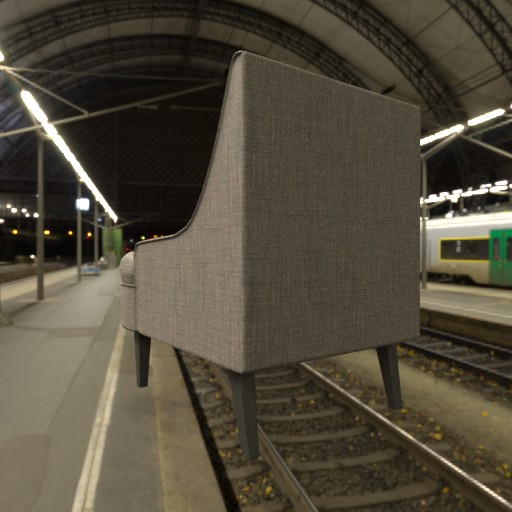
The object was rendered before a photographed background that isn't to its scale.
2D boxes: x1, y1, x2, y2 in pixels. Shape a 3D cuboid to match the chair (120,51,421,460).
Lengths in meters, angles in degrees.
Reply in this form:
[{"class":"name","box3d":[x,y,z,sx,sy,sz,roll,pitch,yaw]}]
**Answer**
[{"class":"chair","box3d":[0.000,0.000,1.413,0.655,0.891,0.771,0,1,-36]}]
